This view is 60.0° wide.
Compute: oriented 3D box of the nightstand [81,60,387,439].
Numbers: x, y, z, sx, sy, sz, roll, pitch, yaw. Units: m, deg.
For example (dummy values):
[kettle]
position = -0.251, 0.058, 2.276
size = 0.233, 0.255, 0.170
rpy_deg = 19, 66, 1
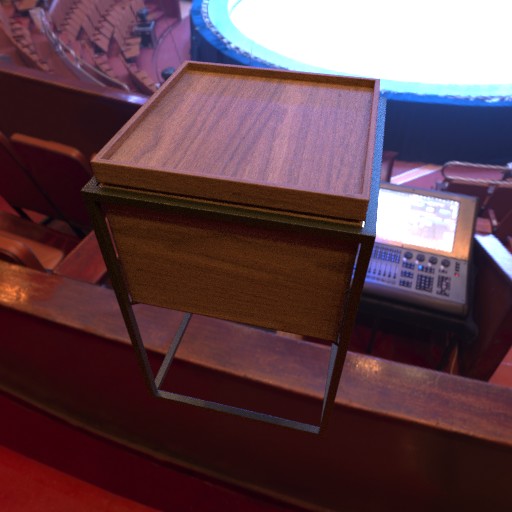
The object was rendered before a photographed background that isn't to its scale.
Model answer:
[nightstand]
position = 0.000, 0.000, 0.893
size = 0.397, 0.607, 0.397
rpy_deg = 10, 45, 10
